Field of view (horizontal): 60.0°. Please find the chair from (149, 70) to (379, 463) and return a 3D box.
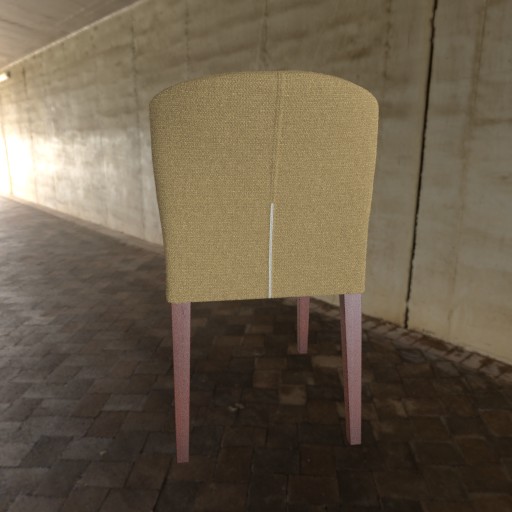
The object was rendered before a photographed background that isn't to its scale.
[{"bbox_3d":[0.000,0.000,1.176,0.491,0.839,0.589,-2,14,-8],"label":"chair"}]
